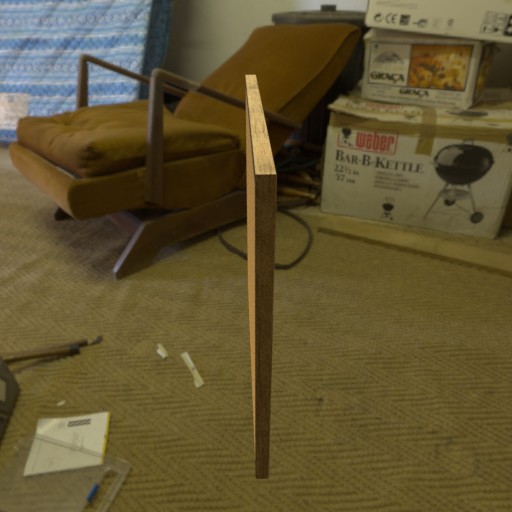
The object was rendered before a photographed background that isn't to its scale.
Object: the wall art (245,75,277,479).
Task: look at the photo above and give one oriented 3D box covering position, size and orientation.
[{"bbox_3d":[0.000,0.000,1.058,0.029,0.691,0.695,-1,32,-2],"label":"wall art"}]
